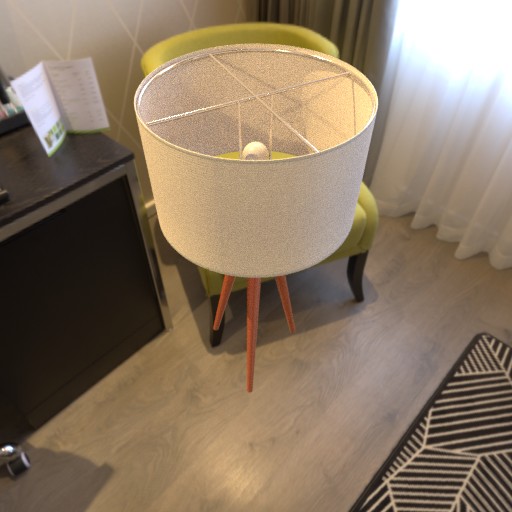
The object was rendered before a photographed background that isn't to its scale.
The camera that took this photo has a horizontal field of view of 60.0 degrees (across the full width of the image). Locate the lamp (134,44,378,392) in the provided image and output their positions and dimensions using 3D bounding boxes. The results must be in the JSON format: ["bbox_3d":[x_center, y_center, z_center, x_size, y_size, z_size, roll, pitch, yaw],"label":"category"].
[{"bbox_3d":[0.000,0.000,0.913,0.355,0.709,0.354,9,47,9],"label":"lamp"}]
